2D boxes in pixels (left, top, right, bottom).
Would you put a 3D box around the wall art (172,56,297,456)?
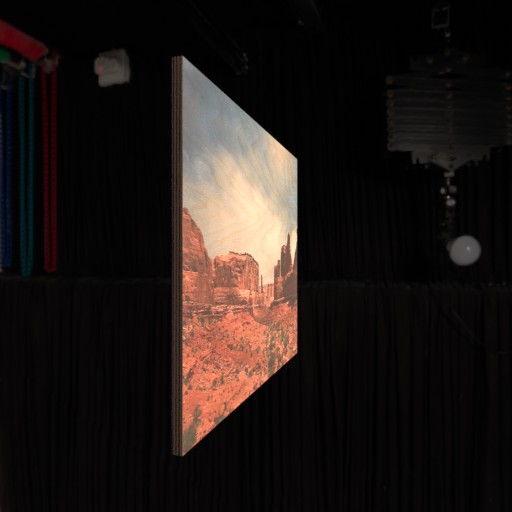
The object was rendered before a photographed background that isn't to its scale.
[{"bbox_3d":[0.000,0.000,0.692,0.013,0.406,0.508,0,0,18],"label":"wall art"}]
